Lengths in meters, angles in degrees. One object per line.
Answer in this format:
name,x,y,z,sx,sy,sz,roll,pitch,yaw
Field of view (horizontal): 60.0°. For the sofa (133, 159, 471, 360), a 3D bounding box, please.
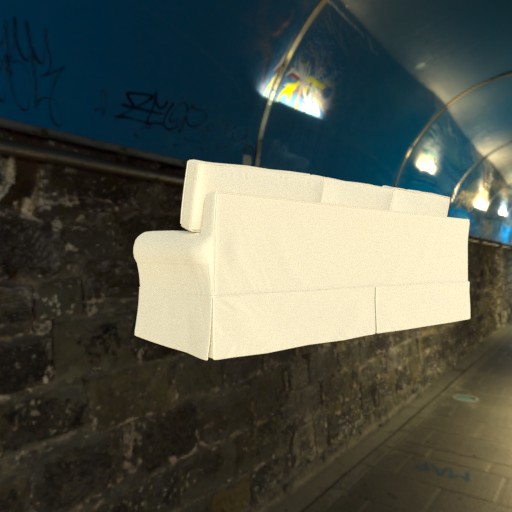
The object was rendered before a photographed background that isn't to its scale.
sofa,0.000,0.000,3.957,2.597,1.070,2.591,0,-1,-38
